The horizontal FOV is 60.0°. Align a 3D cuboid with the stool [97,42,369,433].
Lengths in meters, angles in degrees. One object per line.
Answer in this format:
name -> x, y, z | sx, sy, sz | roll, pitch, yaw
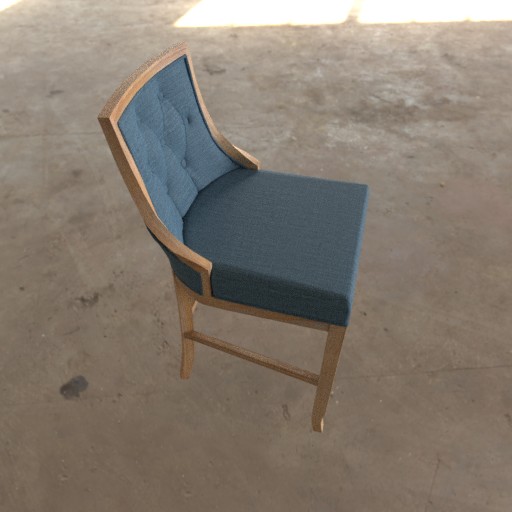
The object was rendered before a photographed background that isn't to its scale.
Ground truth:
stool -> 0.000, 0.000, 1.404 | 0.626, 1.101, 0.524 | 11, 46, 11
